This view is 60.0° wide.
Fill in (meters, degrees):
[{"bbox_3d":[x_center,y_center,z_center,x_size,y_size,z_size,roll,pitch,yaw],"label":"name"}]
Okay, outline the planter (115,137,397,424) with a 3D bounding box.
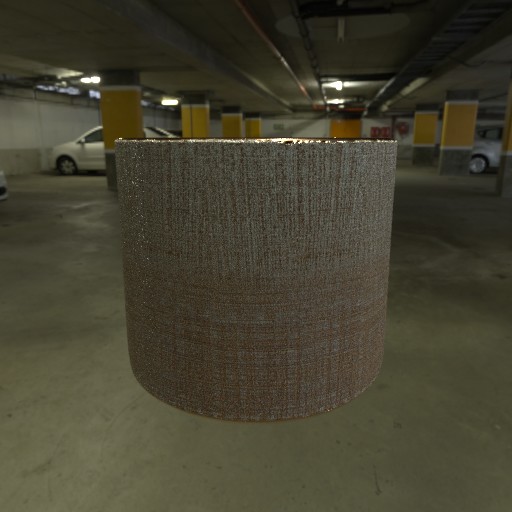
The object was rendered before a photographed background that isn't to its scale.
[{"bbox_3d":[0.000,0.000,0.305,0.177,0.157,0.177,0,15,0],"label":"planter"}]
